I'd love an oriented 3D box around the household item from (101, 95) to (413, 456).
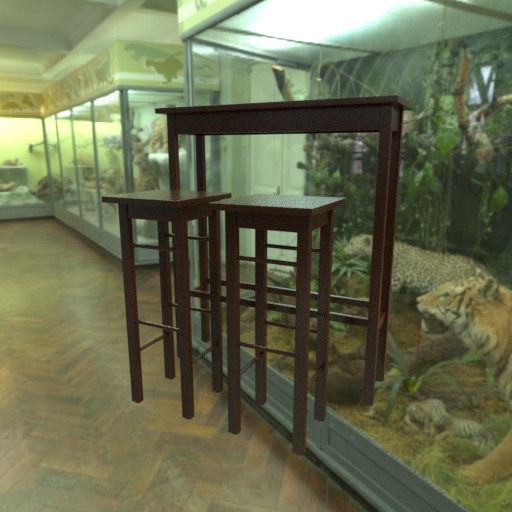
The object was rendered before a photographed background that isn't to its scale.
[{"bbox_3d":[0.000,0.000,1.612,0.914,1.067,0.676,7,15,26],"label":"household item"}]
